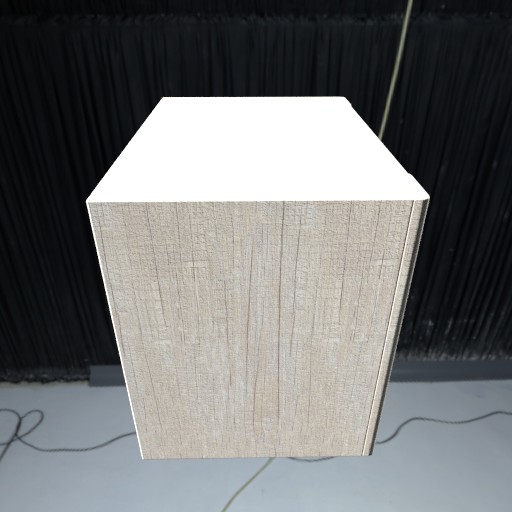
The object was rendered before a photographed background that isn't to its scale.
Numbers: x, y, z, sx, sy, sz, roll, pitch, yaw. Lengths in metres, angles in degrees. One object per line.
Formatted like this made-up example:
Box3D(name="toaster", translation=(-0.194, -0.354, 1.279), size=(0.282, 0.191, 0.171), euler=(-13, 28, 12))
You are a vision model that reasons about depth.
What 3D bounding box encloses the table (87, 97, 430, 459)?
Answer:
Box3D(name="table", translation=(0.000, 0.000, 0.913), size=(0.420, 0.510, 0.570), euler=(0, 32, -1))
